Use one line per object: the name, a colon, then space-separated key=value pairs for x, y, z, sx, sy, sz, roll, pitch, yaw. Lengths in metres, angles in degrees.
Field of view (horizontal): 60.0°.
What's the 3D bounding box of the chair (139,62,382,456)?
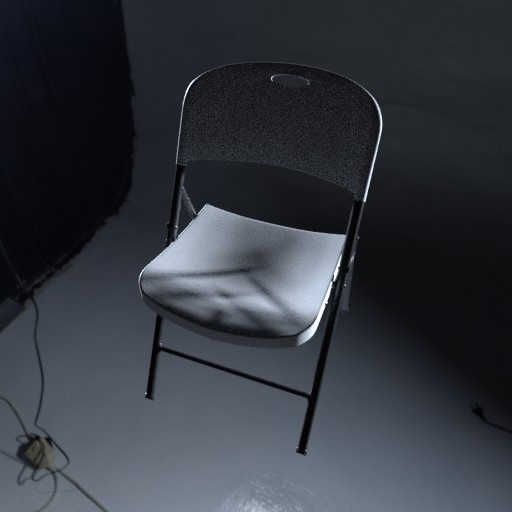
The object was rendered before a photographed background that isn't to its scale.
chair: x=0.000 y=0.000 z=1.166 sx=0.494 sy=0.810 sz=0.566 roll=14 pitch=44 yaw=15
